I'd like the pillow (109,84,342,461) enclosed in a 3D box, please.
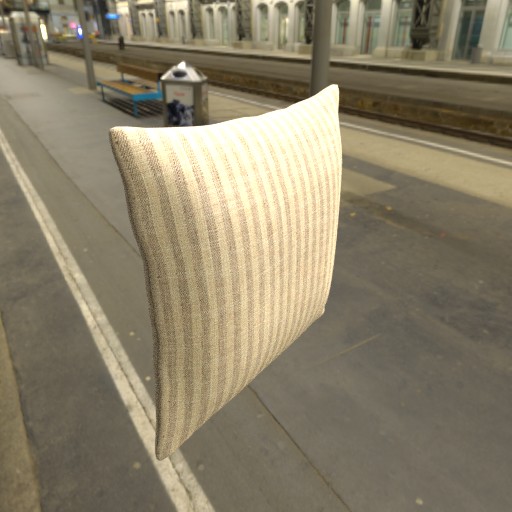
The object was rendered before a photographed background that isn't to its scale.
[{"bbox_3d":[0.000,0.000,0.763,0.166,0.510,0.523,19,33,32],"label":"pillow"}]
